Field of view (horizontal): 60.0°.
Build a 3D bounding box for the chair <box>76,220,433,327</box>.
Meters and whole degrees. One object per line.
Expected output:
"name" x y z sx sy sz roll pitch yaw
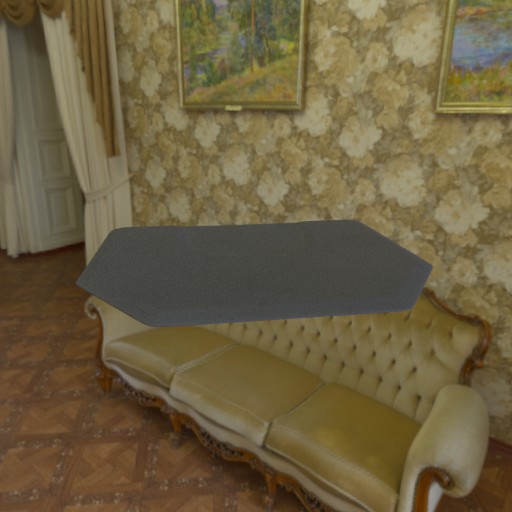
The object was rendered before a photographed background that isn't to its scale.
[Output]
"chair" 0.000 0.000 1.883 1.372 0.024 1.219 -3 18 -8
